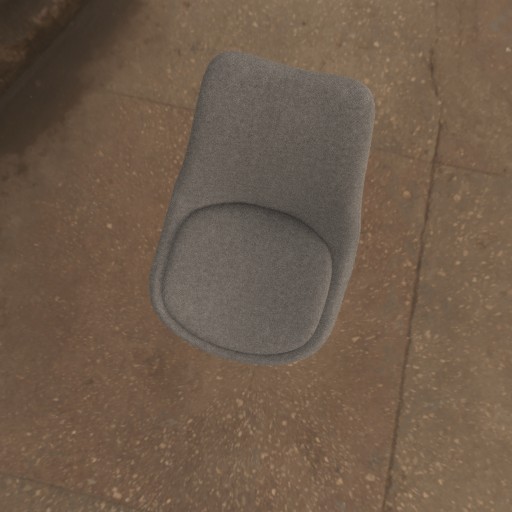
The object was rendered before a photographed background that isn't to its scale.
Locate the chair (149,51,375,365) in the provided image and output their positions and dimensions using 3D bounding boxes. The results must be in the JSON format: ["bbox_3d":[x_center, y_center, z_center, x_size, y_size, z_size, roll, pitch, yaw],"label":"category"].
[{"bbox_3d":[0.000,0.000,1.169,0.483,0.865,0.550,15,77,4],"label":"chair"}]
